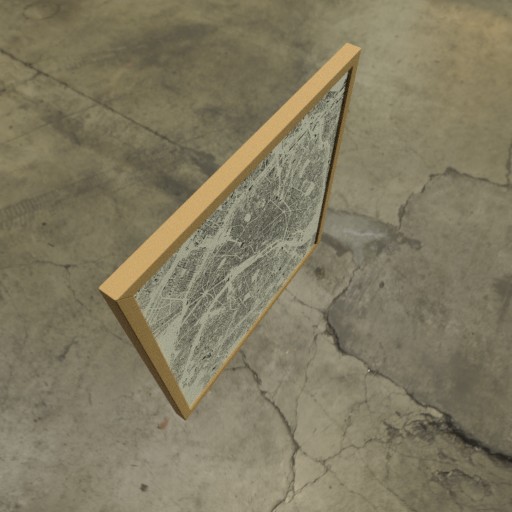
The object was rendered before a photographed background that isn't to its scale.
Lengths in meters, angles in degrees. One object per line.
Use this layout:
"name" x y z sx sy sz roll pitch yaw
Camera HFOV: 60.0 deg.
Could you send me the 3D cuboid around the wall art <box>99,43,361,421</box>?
"wall art" 0.000 0.000 1.136 0.037 0.761 0.761 30 62 18
